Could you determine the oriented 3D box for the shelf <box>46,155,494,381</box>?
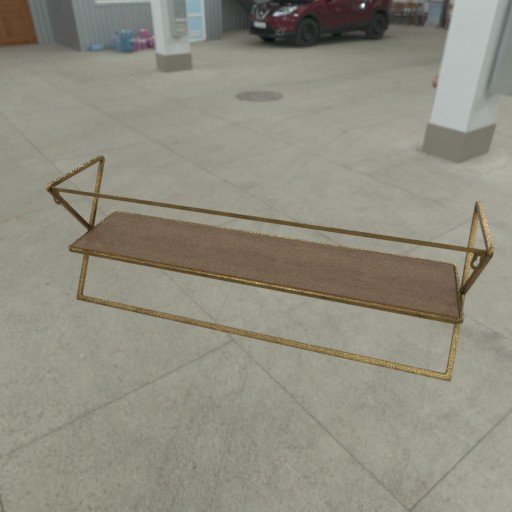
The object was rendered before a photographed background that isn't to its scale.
[{"bbox_3d":[0.000,0.000,0.732,0.645,0.229,0.150,10,34,15],"label":"shelf"}]
